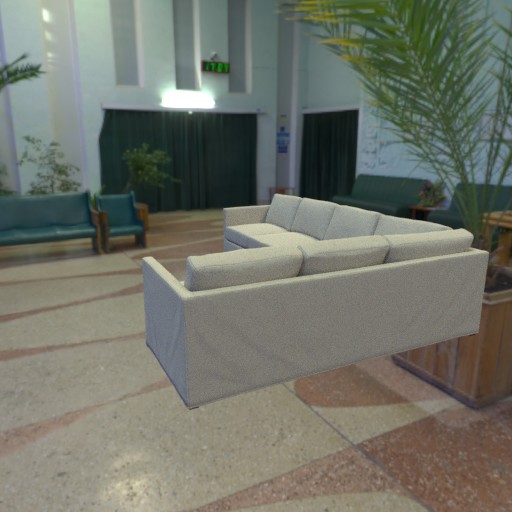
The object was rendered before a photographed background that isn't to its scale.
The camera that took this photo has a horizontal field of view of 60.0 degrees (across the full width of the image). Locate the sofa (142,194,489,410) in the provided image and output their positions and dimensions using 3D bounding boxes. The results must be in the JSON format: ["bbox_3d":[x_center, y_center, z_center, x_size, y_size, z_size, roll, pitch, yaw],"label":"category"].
[{"bbox_3d":[0.000,0.000,4.284,2.432,0.871,3.182,-7,15,-25],"label":"sofa"}]
